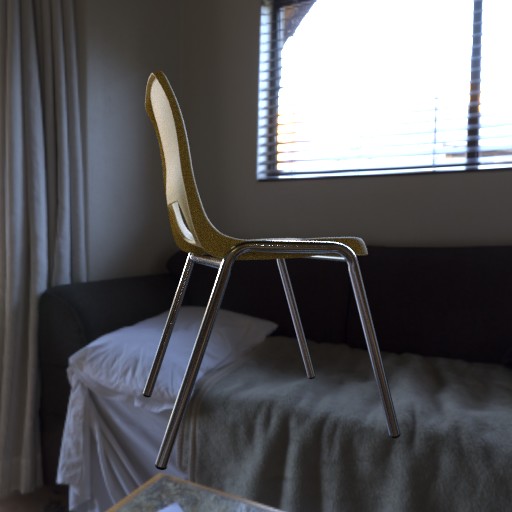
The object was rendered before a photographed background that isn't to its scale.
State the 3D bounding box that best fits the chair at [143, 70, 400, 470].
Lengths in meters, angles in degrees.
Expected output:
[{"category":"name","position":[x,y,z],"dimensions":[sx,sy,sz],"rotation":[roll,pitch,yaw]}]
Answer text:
[{"category":"chair","position":[0.000,0.000,0.906],"dimensions":[0.436,0.653,0.381],"rotation":[-1,2,-17]}]
